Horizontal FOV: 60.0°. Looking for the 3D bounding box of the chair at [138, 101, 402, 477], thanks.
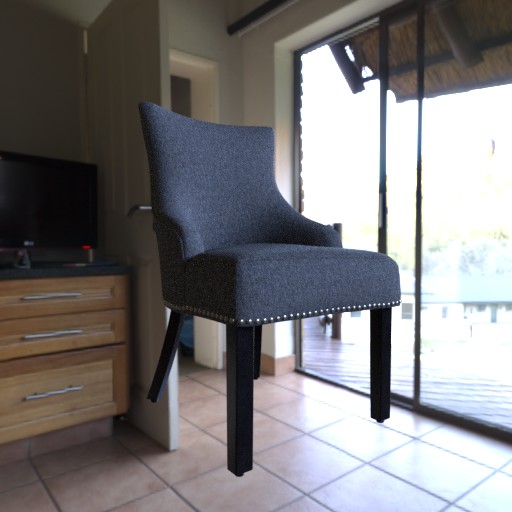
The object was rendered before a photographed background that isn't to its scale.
[{"bbox_3d":[0.000,0.000,1.273,0.566,0.909,0.629,-1,2,-37],"label":"chair"}]
